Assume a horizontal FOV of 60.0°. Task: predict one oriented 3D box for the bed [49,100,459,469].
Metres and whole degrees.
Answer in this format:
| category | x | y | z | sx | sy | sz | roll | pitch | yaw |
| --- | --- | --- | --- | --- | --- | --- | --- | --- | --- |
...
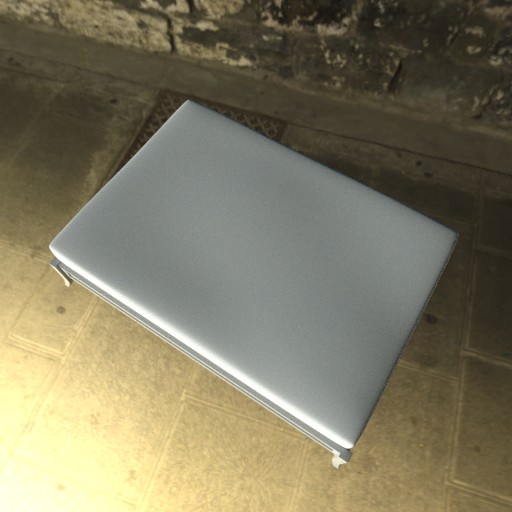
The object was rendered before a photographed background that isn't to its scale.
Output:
| category | x | y | z | sx | sy | sz | roll | pitch | yaw |
| --- | --- | --- | --- | --- | --- | --- | --- | --- | --- |
| bed | 0.000 | 0.000 | 2.664 | 1.985 | 0.510 | 1.460 | 30 | 67 | 14 |
